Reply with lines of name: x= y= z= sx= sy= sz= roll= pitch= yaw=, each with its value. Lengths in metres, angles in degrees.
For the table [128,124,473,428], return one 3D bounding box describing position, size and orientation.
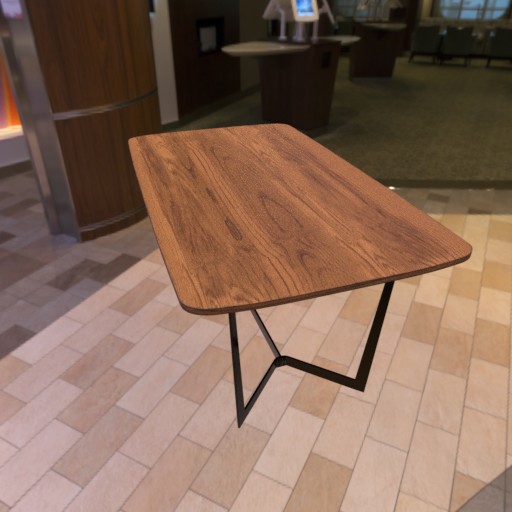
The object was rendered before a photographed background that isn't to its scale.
table: x=0.000 y=0.000 z=2.081 sx=0.949 sy=0.765 sz=1.643 roll=-10 pitch=33 yaw=-16
